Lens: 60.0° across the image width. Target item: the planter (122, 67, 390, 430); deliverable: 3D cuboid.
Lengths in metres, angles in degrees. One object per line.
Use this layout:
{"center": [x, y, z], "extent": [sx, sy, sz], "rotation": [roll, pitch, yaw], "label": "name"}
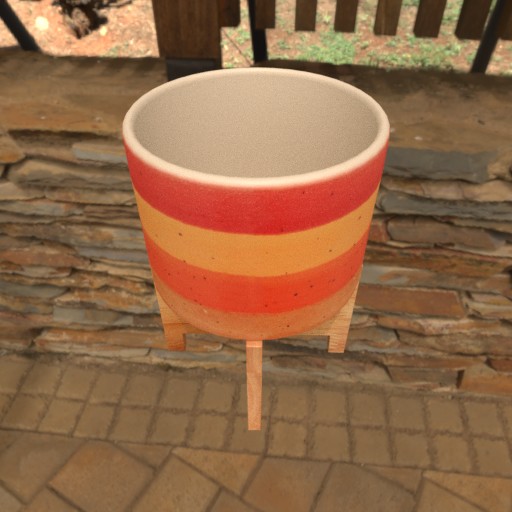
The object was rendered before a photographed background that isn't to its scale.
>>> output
{"center": [0.000, 0.000, 0.559], "extent": [0.269, 0.379, 0.269], "rotation": [0, 42, 0], "label": "planter"}
